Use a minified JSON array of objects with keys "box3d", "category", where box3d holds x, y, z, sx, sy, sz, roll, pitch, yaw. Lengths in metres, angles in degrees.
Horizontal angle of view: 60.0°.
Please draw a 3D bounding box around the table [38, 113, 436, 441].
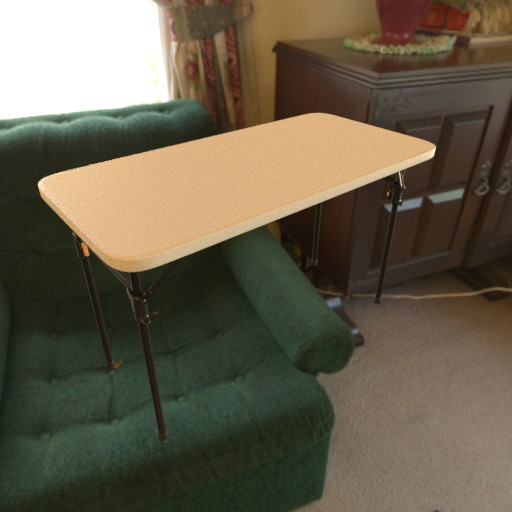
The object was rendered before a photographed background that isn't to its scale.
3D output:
[{"box3d":[0.000,0.000,1.624,1.219,0.729,0.610,-24,39,-32],"category":"table"}]
